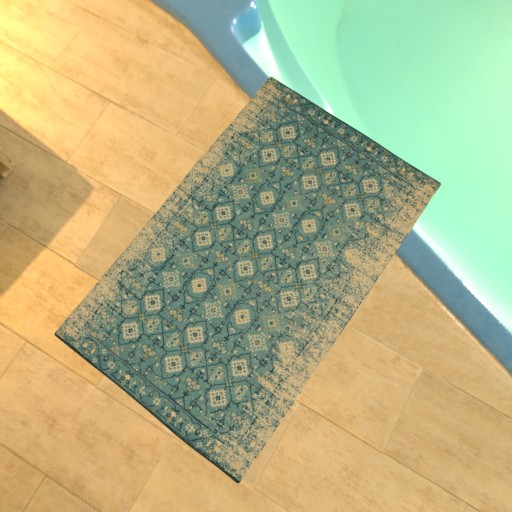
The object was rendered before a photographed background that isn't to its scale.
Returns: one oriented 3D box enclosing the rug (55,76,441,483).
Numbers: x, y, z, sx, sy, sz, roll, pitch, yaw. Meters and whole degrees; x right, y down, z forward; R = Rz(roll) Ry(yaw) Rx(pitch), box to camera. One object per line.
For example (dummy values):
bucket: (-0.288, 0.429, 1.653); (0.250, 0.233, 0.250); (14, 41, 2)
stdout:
rug: (0.000, 0.000, 3.049); (1.530, 0.015, 2.449); (35, 78, 9)
